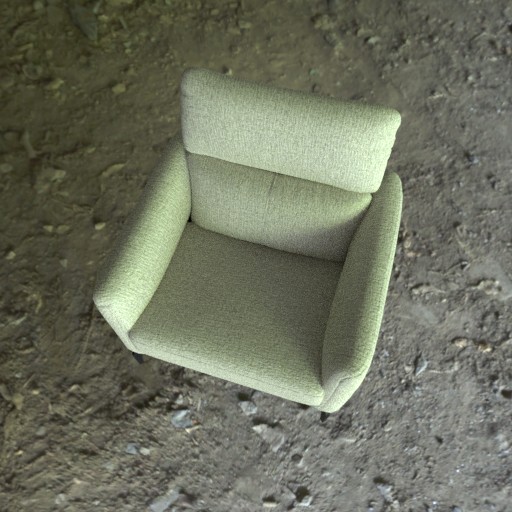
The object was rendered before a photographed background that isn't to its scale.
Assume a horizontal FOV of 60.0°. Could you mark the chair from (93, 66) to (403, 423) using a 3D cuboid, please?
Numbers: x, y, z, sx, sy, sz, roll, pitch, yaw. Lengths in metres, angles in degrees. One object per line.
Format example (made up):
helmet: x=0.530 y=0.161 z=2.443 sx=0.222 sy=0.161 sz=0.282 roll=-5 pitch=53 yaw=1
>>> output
chair: x=0.000 y=0.000 z=1.661 sx=0.972 sy=0.967 sz=0.835 roll=15 pitch=59 yaw=9
